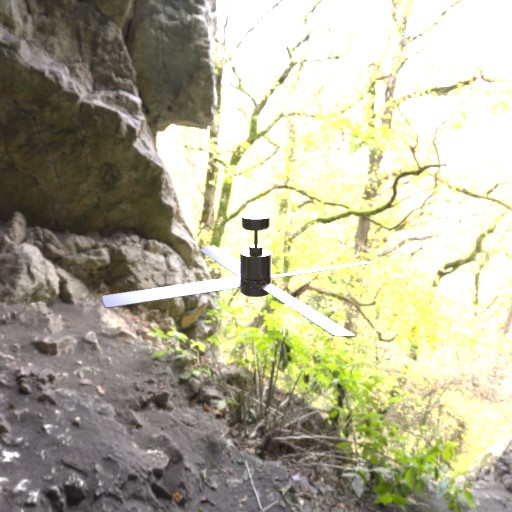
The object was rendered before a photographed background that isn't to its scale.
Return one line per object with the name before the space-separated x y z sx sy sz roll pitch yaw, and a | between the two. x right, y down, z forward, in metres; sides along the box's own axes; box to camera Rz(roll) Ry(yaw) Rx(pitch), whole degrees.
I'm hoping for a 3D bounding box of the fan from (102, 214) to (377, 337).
fan | 0.000 0.000 1.968 1.322 0.355 1.322 -7 16 -25
